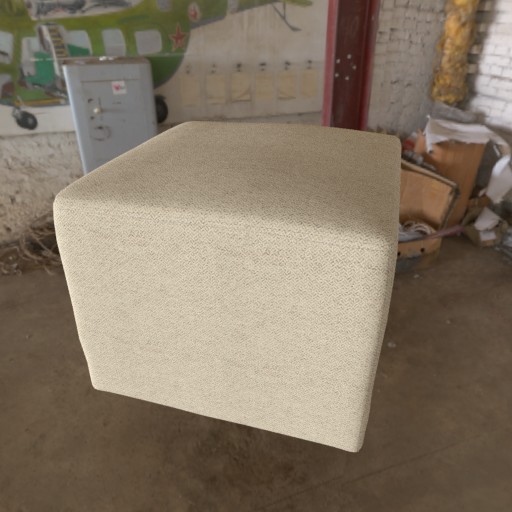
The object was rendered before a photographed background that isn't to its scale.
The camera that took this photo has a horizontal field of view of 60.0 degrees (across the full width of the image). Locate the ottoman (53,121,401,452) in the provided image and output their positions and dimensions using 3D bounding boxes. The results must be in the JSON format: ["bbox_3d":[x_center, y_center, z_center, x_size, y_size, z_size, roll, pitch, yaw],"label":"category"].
[{"bbox_3d":[0.000,0.000,0.897,0.512,0.453,0.521,8,31,14],"label":"ottoman"}]
